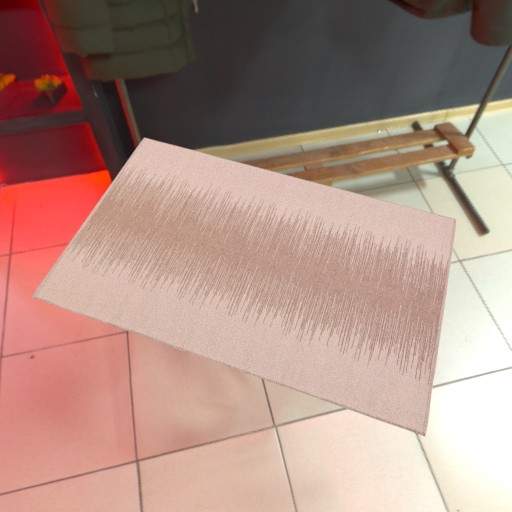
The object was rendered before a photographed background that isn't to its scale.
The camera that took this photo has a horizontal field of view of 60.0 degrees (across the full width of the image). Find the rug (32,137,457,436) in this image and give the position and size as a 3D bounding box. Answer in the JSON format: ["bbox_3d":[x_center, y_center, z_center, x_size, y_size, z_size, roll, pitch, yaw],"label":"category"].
[{"bbox_3d":[0.000,0.000,2.933,2.440,0.012,1.522,17,59,10],"label":"rug"}]
